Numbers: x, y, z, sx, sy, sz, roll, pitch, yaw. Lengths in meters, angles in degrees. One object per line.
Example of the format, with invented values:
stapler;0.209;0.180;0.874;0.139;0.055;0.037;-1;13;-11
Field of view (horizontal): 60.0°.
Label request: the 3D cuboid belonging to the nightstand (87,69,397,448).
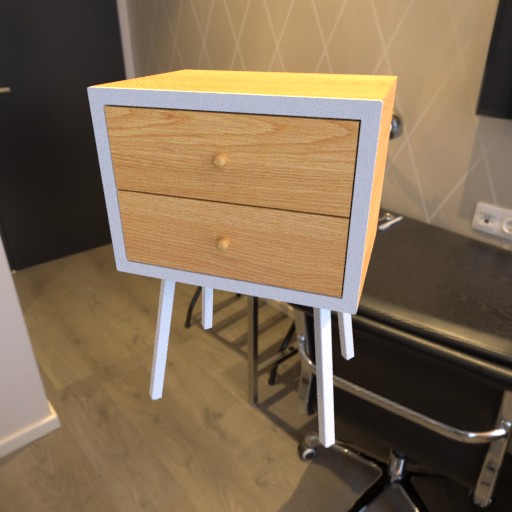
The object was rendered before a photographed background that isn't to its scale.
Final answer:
nightstand;0.000;0.000;0.816;0.400;0.601;0.316;9;29;17
